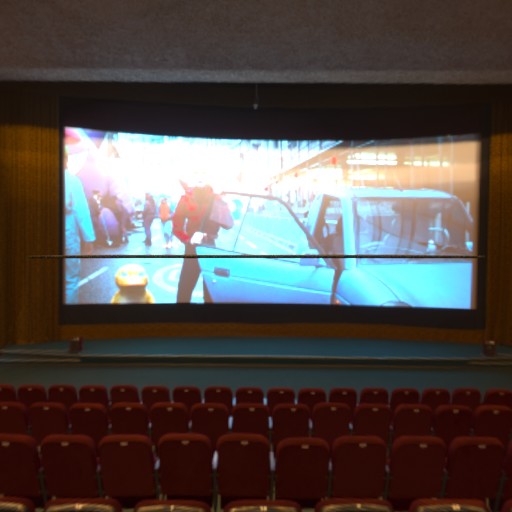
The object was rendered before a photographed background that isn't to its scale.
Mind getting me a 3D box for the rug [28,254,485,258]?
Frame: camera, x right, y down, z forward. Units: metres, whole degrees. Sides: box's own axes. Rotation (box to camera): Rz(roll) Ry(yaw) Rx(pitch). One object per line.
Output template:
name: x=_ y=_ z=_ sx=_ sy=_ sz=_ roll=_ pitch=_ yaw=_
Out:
rug: x=0.000 y=0.000 z=2.257 sx=1.754 sy=0.010 sz=1.139 roll=0 pitch=0 yaw=0
